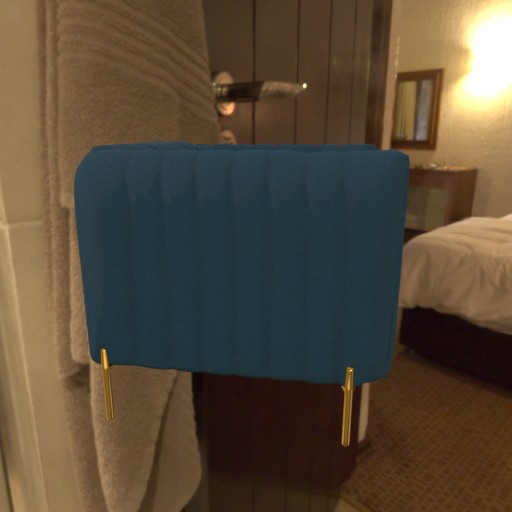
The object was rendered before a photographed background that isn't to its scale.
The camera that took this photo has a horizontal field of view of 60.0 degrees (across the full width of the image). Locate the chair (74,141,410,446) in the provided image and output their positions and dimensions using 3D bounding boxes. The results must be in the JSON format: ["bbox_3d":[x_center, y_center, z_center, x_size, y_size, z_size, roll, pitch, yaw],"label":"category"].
[{"bbox_3d":[0.000,0.000,1.588,0.877,0.793,0.947,3,15,9],"label":"chair"}]
